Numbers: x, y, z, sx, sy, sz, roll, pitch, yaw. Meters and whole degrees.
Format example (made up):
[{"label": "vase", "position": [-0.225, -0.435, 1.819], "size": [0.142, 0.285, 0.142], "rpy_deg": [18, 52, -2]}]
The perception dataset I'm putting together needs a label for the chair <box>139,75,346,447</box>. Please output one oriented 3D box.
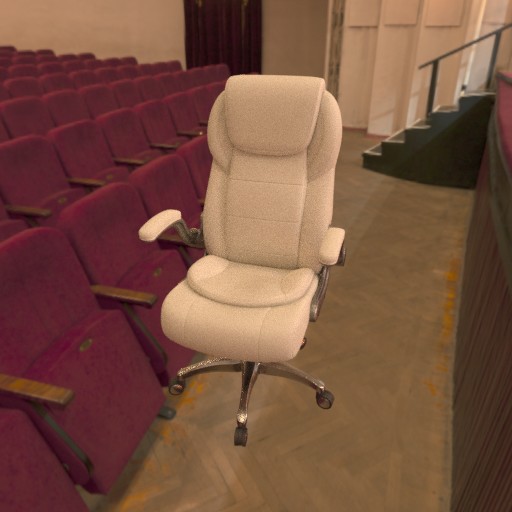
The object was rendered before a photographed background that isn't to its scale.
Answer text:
[{"label": "chair", "position": [0.000, 0.000, 1.822], "size": [0.755, 1.330, 0.806], "rpy_deg": [8, 27, 15]}]
